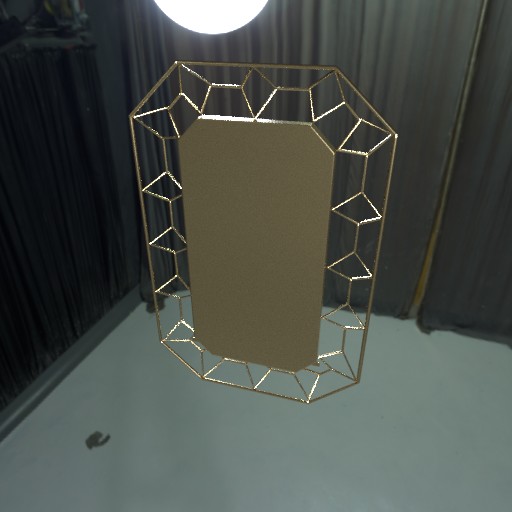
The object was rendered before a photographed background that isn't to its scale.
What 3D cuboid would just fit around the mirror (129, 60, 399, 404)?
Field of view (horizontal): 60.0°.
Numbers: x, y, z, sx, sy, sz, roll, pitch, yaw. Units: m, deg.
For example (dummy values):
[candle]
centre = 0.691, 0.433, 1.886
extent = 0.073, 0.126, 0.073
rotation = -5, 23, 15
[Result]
[mirror]
centre = 0.000, 0.000, 1.077
extent = 0.572, 0.870, 0.051
rotation = 8, 31, 15
